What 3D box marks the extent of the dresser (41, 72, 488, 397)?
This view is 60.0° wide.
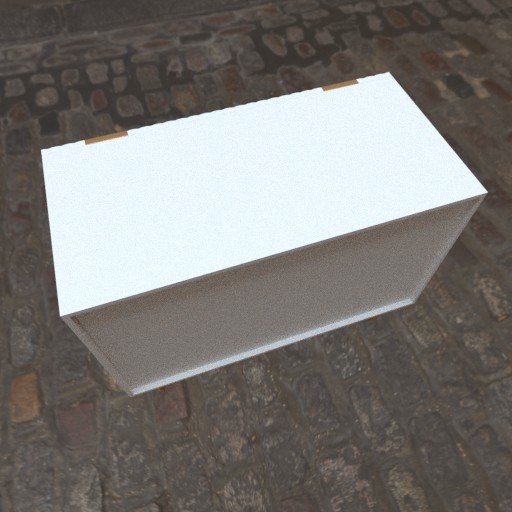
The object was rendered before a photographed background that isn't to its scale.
[{"bbox_3d":[0.000,0.000,1.300,0.905,0.721,0.457,-16,59,-10],"label":"dresser"}]
